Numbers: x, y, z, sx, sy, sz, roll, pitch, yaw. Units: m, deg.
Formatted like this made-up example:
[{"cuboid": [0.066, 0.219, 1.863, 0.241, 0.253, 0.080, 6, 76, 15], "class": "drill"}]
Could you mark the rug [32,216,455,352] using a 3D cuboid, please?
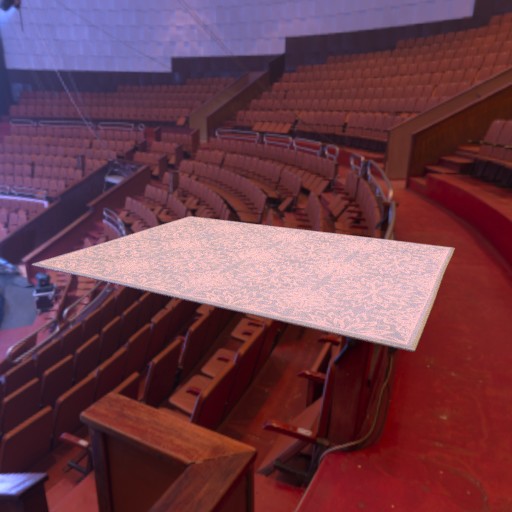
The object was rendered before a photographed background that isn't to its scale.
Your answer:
[{"cuboid": [0.000, 0.000, 2.829, 2.205, 0.014, 1.589, 9, 19, 27], "class": "rug"}]
